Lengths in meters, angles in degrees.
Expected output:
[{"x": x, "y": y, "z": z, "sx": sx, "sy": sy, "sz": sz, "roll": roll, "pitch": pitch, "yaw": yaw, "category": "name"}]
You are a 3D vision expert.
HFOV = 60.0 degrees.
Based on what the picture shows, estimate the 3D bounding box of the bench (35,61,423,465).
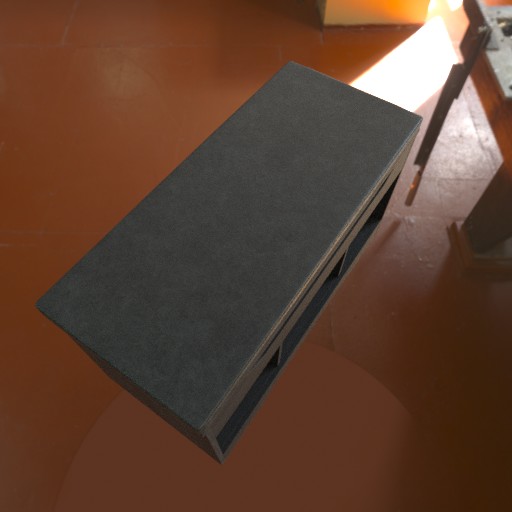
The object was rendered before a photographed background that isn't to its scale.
[{"x": 0.000, "y": 0.000, "z": 1.178, "sx": 0.401, "sy": 0.501, "sz": 0.905, "roll": 30, "pitch": 63, "yaw": 17, "category": "bench"}]
